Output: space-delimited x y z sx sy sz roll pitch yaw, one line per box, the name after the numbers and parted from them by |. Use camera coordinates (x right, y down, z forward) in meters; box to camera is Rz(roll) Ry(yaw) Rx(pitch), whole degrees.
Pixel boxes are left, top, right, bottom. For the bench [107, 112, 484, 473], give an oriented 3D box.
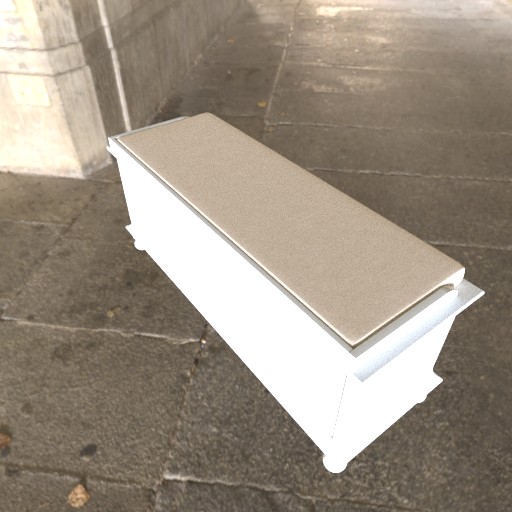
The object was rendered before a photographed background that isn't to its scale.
0.000 0.000 1.395 0.402 0.486 1.185 -26 47 -27 | bench
